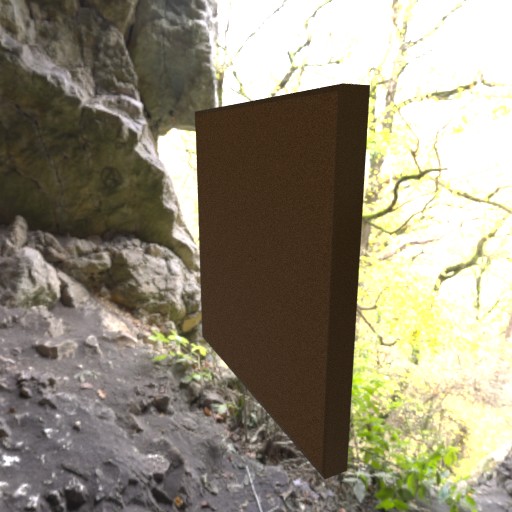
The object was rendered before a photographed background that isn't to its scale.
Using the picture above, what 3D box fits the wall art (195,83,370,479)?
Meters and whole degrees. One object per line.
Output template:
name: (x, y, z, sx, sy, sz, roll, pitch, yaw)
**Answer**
wall art: (0.000, 0.000, 0.776, 0.038, 0.511, 0.513, -7, 16, -25)
